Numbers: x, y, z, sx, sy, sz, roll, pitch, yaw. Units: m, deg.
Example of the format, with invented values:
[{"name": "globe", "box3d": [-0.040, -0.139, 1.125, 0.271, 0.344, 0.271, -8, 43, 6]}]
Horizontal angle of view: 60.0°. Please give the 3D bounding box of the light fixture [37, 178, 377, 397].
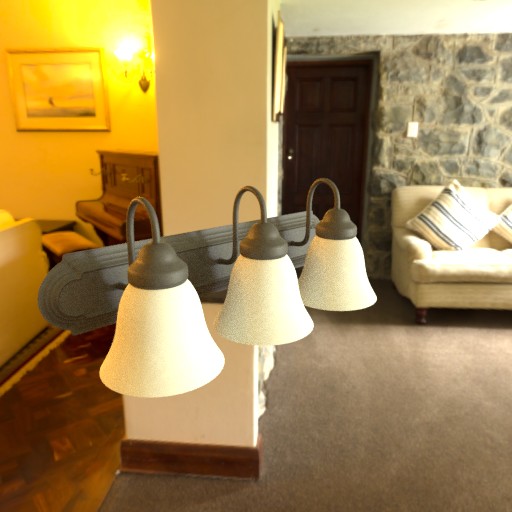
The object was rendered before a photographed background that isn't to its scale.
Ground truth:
[{"name": "light fixture", "box3d": [0.000, 0.000, 0.714, 0.610, 0.222, 0.199, -14, 21, -42]}]
